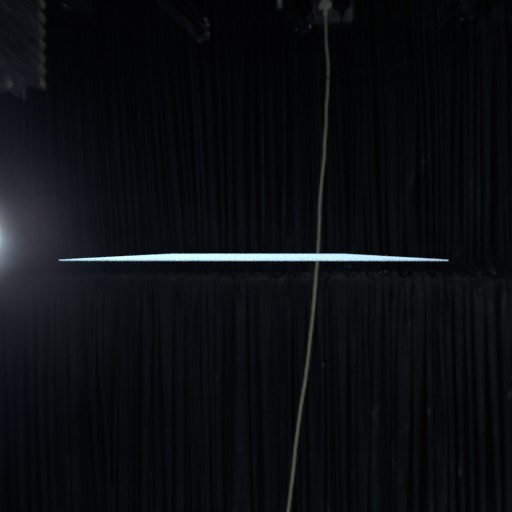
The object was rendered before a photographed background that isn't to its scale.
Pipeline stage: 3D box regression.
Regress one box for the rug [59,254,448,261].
[{"bbox_3d":[0.000,0.000,3.701,1.982,0.006,2.895,0,1,1],"label":"rug"}]
